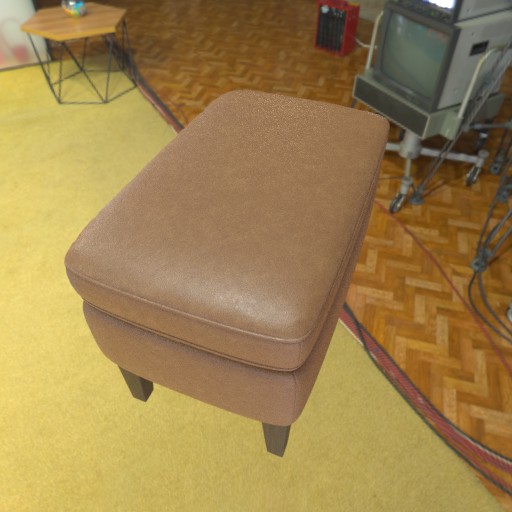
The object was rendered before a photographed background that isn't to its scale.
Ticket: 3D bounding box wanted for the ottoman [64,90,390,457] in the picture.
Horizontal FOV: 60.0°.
[{"bbox_3d":[0.000,0.000,0.972,0.420,0.480,0.670,16,47,15],"label":"ottoman"}]
